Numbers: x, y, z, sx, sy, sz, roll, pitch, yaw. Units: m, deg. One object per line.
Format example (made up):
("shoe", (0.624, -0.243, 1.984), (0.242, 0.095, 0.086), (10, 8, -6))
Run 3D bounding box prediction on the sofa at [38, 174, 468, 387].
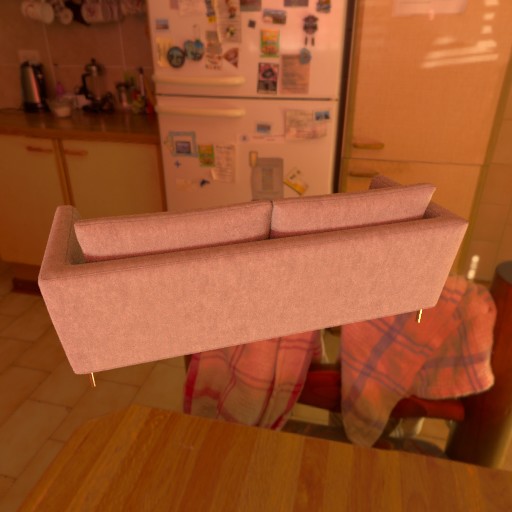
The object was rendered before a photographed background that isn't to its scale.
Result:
("sofa", (0.000, 0.000, 2.540), (2.121, 0.864, 0.889), (-8, 29, -15))
